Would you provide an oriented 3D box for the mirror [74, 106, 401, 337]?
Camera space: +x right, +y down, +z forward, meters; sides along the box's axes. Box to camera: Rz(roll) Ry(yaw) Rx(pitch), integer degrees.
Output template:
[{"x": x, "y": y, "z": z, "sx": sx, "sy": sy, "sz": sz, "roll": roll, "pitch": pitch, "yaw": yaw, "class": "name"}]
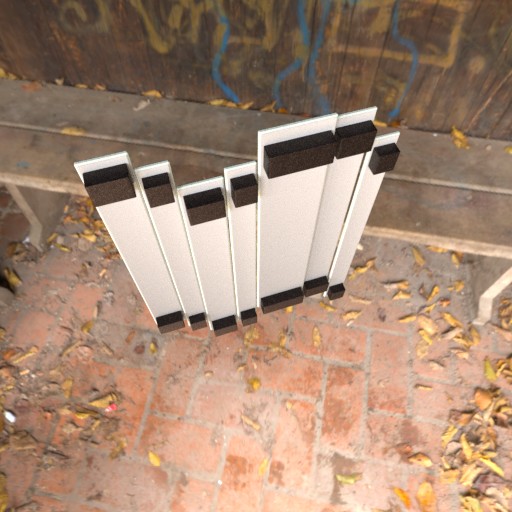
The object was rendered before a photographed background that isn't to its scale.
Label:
[{"x": 0.000, "y": 0.000, "z": 0.813, "sx": 0.445, "sy": 0.611, "sz": 0.058, "roll": -16, "pitch": 61, "yaw": -9, "class": "mirror"}]
